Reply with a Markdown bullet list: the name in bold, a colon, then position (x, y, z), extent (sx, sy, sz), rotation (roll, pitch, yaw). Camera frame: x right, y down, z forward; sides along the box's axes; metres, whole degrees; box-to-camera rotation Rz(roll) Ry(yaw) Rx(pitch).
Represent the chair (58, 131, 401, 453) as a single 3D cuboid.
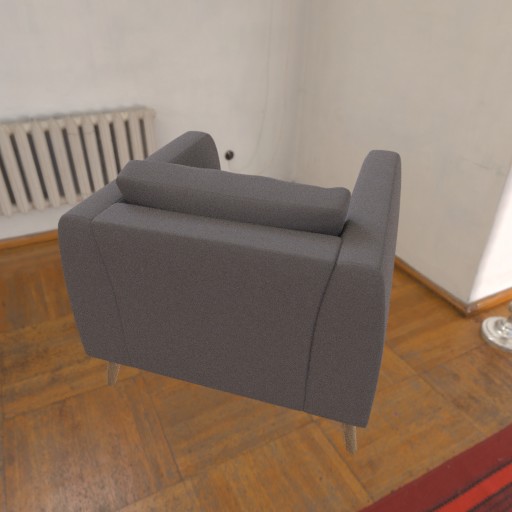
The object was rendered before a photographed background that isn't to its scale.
- **chair**: position (0.000, 0.000, 1.688), extent (1.000, 0.860, 0.930), rotation (10, 34, 15)
